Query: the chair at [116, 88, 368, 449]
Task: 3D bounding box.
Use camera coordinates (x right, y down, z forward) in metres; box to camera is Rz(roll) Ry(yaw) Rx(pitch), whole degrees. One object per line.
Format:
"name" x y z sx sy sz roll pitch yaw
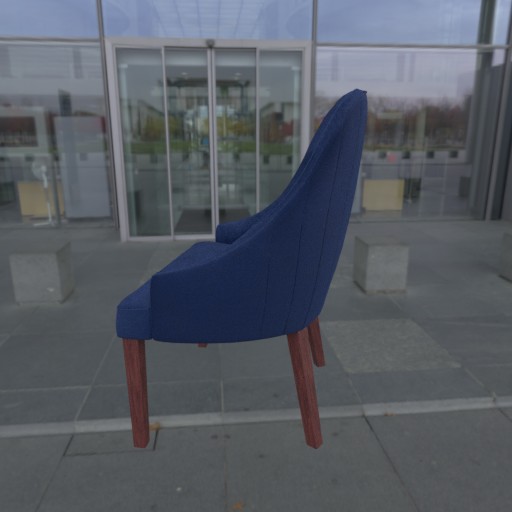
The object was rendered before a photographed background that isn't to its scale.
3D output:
"chair" 0.000 0.000 1.274 0.575 0.889 0.643 3 15 9
